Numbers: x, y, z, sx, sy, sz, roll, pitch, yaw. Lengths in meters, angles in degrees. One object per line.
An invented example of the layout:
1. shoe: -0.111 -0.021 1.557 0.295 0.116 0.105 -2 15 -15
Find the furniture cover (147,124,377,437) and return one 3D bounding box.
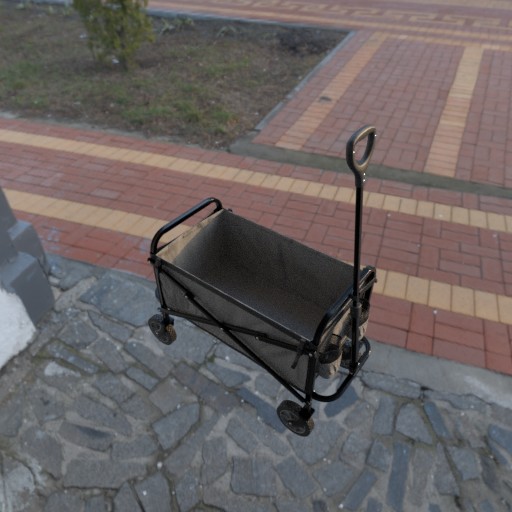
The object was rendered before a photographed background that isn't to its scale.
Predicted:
1. furniture cover: 0.000 0.000 1.817 1.038 1.295 0.532 26 46 28
